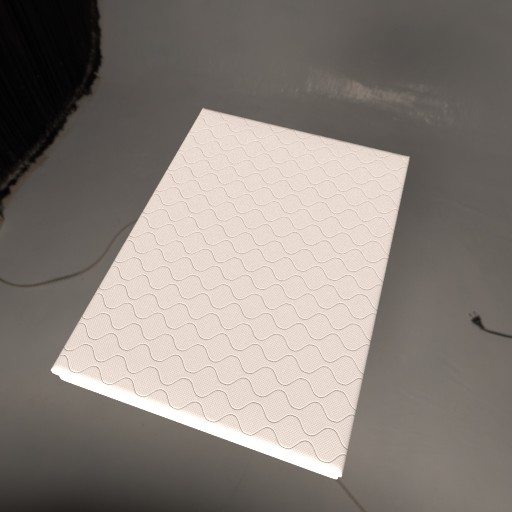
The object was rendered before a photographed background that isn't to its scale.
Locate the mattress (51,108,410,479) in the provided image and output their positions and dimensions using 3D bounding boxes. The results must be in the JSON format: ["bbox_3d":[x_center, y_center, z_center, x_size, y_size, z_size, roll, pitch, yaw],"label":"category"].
[{"bbox_3d":[0.000,0.000,2.494,1.400,0.200,1.900,16,60,9],"label":"mattress"}]
